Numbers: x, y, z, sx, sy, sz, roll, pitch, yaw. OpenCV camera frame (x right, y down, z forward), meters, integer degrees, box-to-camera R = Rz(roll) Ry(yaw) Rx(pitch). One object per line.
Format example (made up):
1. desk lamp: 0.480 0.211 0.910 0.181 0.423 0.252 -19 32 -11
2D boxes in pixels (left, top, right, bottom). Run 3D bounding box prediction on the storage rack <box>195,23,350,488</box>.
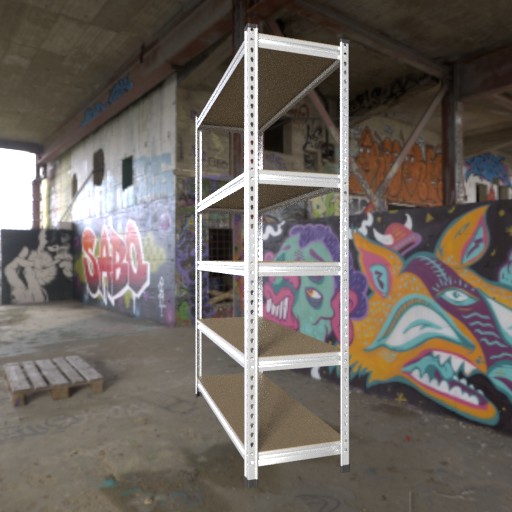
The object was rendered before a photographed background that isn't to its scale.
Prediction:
1. storage rack: 0.000 0.000 2.390 0.457 1.829 1.219 0 0 -18
